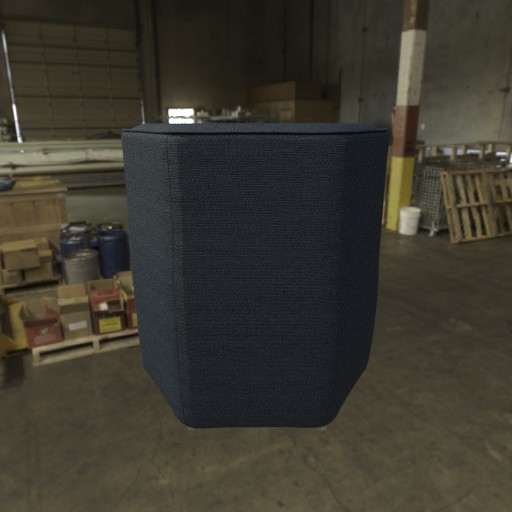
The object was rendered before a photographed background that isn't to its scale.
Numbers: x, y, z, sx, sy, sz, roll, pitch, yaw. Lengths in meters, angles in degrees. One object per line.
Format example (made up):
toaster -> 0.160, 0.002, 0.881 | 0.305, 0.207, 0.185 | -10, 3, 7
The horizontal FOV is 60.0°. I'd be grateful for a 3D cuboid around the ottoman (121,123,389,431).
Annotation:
ottoman -> 0.000, 0.000, 0.879 | 0.454, 0.505, 0.492 | -8, 19, -25
